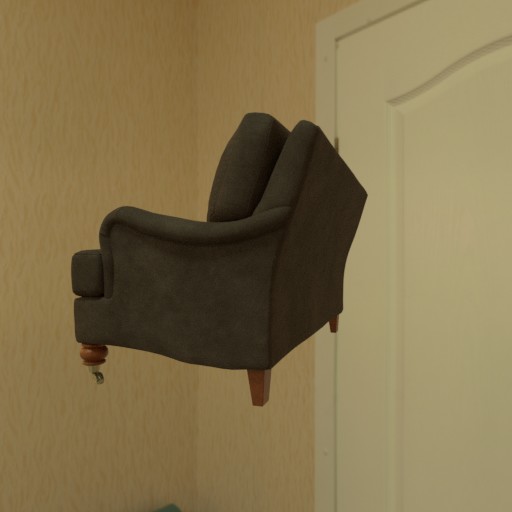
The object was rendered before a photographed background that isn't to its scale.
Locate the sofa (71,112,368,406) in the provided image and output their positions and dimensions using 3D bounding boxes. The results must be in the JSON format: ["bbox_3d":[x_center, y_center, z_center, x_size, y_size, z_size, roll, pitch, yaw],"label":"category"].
[{"bbox_3d":[0.000,0.000,2.535,1.084,1.101,1.853,0,0,20],"label":"sofa"}]
